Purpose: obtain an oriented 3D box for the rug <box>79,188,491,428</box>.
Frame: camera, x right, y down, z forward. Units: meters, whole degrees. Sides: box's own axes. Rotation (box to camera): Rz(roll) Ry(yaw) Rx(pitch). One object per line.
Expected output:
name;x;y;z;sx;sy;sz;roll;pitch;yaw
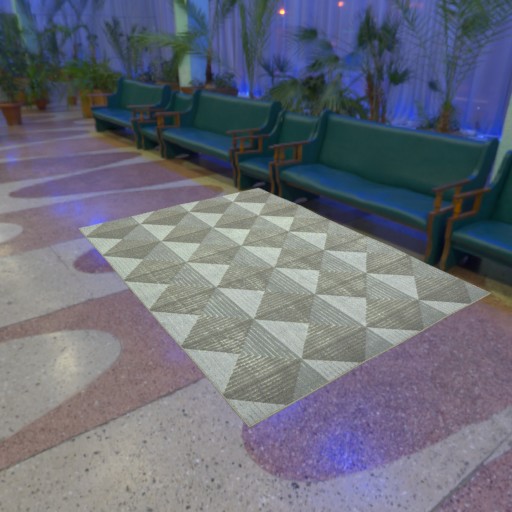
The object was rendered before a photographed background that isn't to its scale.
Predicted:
rug;0.000;0.000;4.267;2.428;0.027;3.333;-18;32;-31
